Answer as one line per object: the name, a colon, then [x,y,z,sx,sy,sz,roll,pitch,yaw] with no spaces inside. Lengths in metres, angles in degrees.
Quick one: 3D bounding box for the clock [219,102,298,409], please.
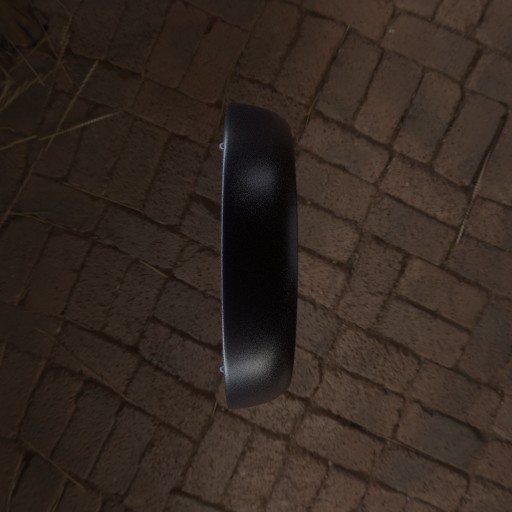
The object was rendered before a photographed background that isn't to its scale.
clock: [0.000,0.000,0.459,0.060,0.300,0.300,0,90,-1]
